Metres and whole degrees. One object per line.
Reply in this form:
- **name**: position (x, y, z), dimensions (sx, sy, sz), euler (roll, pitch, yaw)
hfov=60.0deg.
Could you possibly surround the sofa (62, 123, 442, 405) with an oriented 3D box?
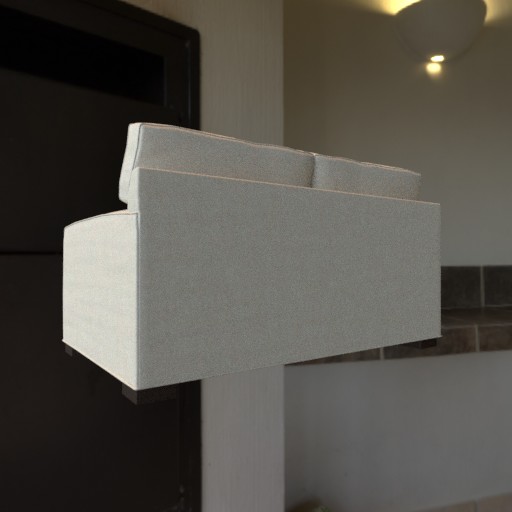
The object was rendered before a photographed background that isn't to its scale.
- **sofa**: position (0.000, 0.000, 2.041), dimensions (1.484, 0.853, 0.942), euler (0, 0, -35)
